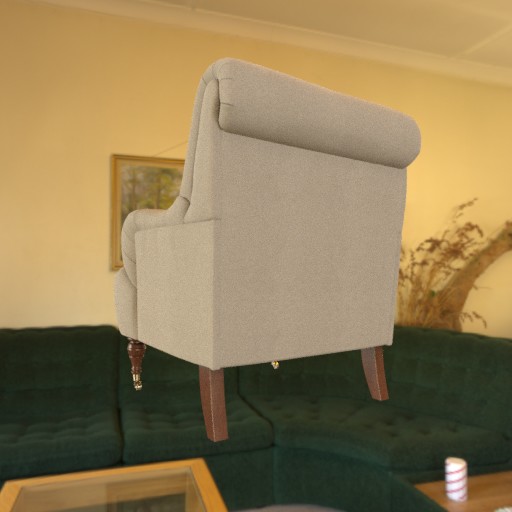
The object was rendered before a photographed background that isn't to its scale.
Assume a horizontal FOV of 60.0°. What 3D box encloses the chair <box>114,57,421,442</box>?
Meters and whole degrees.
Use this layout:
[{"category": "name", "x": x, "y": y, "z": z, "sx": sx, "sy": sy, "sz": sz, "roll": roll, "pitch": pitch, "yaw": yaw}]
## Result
[{"category": "chair", "x": 0.000, "y": 0.000, "z": 1.524, "sx": 0.766, "sy": 0.942, "sz": 0.842, "roll": 2, "pitch": -3, "yaw": -35}]
